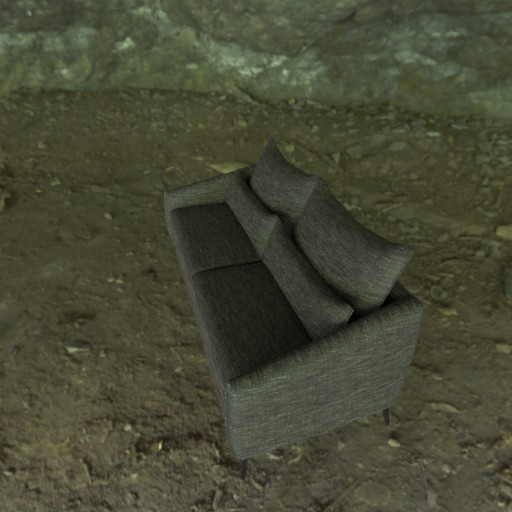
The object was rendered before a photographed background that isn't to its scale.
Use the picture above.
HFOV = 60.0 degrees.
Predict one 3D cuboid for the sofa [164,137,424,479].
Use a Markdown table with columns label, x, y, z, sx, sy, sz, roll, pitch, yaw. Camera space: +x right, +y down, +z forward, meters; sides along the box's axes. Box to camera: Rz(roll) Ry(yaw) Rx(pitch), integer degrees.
| label | x | y | z | sx | sy | sz | roll | pitch | yaw |
| --- | --- | --- | --- | --- | --- | --- | --- | --- | --- |
| sofa | 0.000 | 0.000 | 2.469 | 0.807 | 0.843 | 2.019 | -8 | 31 | -14 |
